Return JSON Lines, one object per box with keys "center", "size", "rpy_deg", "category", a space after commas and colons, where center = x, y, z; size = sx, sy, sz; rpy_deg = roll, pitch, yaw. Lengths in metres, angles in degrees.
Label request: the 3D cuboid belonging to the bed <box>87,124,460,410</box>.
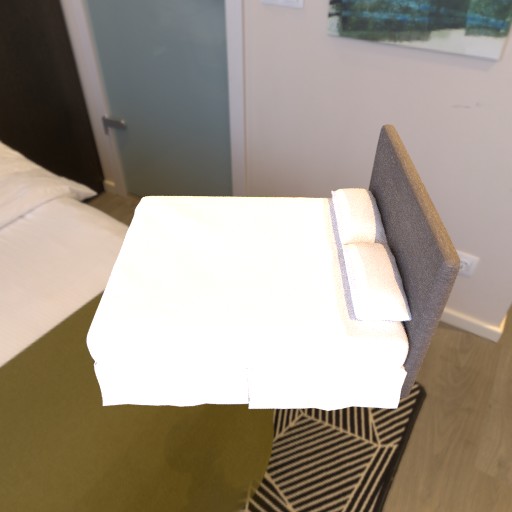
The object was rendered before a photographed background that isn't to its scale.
{"center": [0.000, 0.000, 3.254], "size": [2.142, 1.330, 1.723], "rpy_deg": [1, 41, 1], "category": "bed"}
